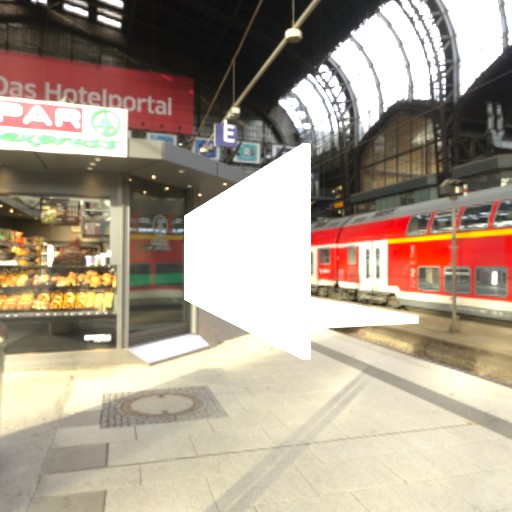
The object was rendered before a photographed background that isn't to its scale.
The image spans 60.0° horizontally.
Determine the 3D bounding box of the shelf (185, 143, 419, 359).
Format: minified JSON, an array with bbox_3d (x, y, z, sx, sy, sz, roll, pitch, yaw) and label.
[{"bbox_3d":[0.000,0.000,1.129,0.200,0.300,1.020,0,-1,-18],"label":"shelf"}]
